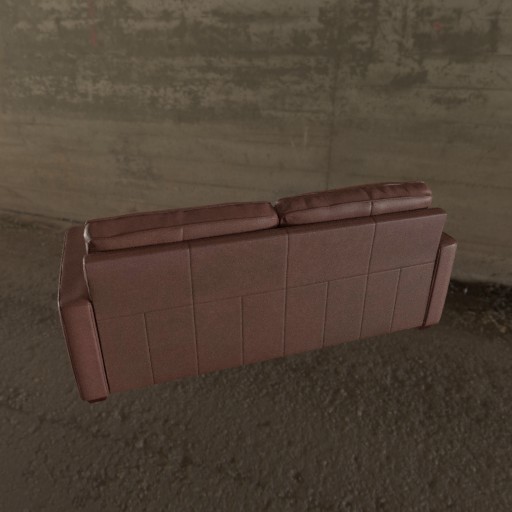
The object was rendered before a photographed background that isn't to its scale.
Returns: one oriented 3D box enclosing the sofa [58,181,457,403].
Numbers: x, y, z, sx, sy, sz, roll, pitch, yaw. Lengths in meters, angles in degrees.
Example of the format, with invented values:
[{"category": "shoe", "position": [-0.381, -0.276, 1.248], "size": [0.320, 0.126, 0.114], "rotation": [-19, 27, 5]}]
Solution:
[{"category": "sofa", "position": [0.000, 0.000, 2.580], "size": [2.080, 0.919, 0.940], "rotation": [-9, 28, -16]}]
